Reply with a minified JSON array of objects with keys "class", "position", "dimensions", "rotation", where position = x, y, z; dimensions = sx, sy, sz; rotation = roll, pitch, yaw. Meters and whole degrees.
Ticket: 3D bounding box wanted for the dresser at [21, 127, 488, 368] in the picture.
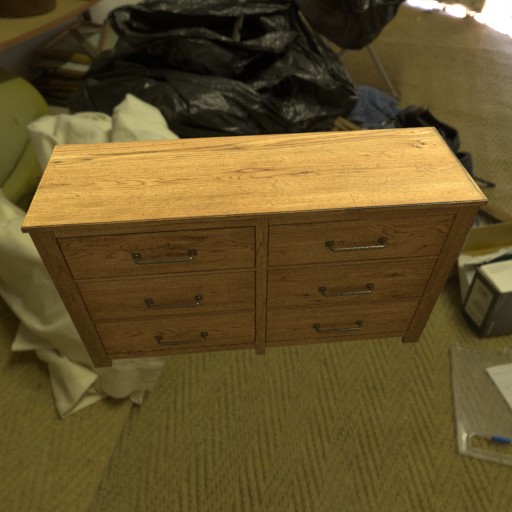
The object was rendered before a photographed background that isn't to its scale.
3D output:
[{"class":"dresser","position":[0.000,0.000,2.065],"dimensions":[1.657,0.932,0.563],"rotation":[-4,46,-4]}]
